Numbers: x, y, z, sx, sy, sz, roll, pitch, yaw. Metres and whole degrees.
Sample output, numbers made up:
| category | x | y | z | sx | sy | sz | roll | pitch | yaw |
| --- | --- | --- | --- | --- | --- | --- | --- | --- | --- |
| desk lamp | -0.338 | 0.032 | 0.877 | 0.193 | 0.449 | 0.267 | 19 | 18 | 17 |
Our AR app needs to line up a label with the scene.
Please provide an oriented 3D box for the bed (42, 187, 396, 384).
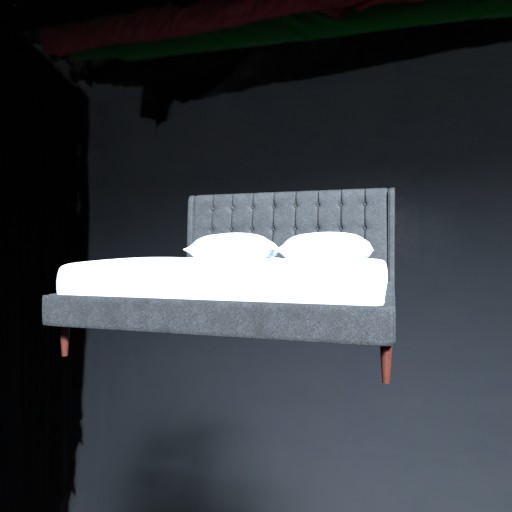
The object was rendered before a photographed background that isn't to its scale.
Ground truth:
| category | x | y | z | sx | sy | sz | roll | pitch | yaw |
| --- | --- | --- | --- | --- | --- | --- | --- | --- | --- |
| bed | 0.000 | 0.000 | 2.554 | 1.531 | 0.933 | 1.638 | 0 | 1 | 17 |
